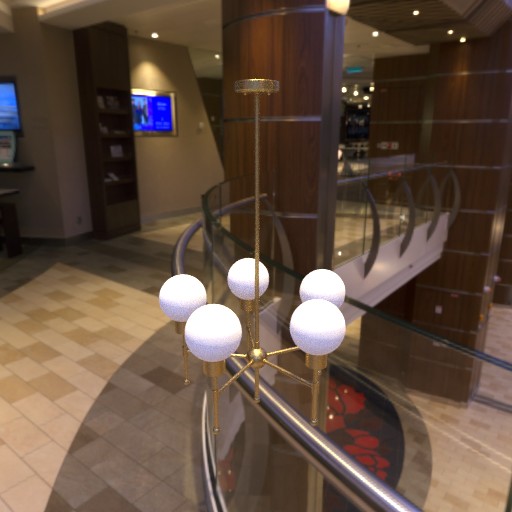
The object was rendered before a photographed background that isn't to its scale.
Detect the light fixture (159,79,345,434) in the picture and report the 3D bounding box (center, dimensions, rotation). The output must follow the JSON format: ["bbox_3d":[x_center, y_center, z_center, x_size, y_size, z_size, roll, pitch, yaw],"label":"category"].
[{"bbox_3d":[0.000,0.000,1.822,0.815,1.331,0.785,-2,15,-7],"label":"light fixture"}]
